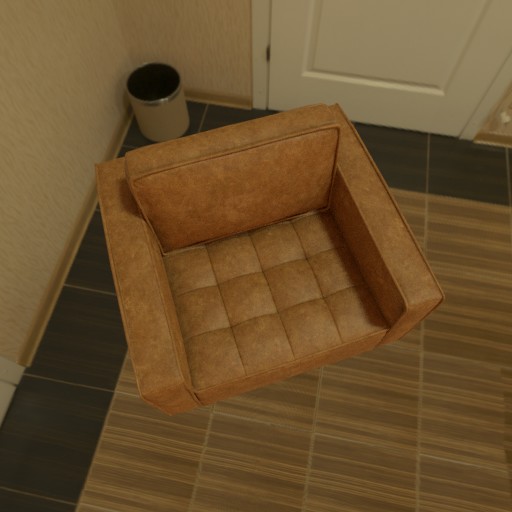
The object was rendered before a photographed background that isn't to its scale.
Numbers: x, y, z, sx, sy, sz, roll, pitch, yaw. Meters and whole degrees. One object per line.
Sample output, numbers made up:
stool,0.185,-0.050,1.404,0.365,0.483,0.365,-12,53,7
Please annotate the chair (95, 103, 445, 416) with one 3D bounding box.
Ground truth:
chair,0.000,0.000,1.532,0.928,0.767,0.798,-16,65,-8
